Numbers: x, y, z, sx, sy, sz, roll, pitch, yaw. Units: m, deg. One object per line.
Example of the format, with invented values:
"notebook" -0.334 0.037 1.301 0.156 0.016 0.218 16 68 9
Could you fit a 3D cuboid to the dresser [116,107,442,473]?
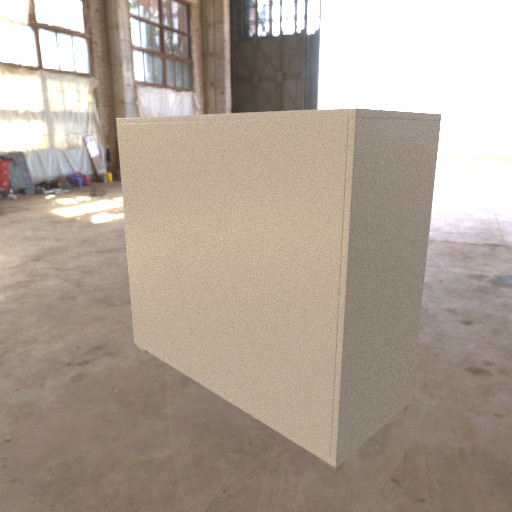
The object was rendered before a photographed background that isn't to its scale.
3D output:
"dresser" 0.000 0.000 1.663 1.100 1.000 0.460 15 21 43
